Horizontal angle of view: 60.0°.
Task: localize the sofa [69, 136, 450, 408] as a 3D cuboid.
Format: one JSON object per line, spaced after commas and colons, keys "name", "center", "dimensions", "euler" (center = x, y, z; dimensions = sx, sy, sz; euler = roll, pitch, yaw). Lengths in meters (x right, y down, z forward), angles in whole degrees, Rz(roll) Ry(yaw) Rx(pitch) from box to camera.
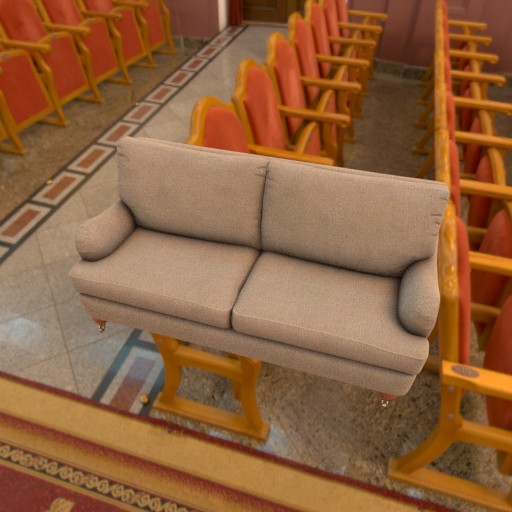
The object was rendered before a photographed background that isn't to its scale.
{"name": "sofa", "center": [0.000, 0.000, 2.862], "dimensions": [2.193, 1.096, 1.069], "euler": [11, 42, 13]}
